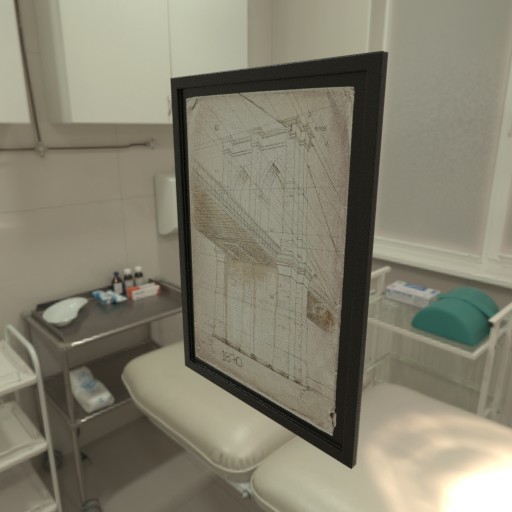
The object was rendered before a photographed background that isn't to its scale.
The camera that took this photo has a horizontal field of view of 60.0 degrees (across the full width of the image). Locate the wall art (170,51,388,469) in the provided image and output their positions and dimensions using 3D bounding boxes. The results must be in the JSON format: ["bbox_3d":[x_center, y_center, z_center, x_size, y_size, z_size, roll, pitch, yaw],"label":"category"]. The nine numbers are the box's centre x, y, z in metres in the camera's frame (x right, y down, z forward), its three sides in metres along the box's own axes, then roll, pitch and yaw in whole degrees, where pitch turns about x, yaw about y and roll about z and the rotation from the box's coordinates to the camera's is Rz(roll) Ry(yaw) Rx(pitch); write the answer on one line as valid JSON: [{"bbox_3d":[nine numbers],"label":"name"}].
[{"bbox_3d":[0.000,0.000,0.835,0.016,0.657,0.480,-16,22,-42],"label":"wall art"}]
